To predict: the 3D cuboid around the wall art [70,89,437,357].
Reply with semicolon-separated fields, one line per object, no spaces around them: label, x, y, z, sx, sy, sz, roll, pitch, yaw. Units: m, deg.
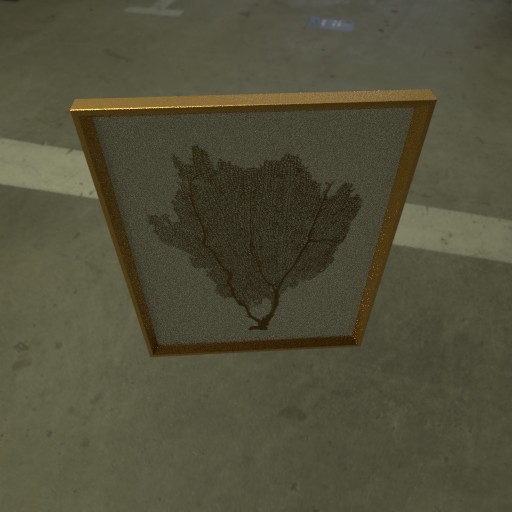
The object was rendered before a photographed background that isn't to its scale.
wall art;0.000;0.000;1.022;0.610;0.762;0.038;-2;46;-2
